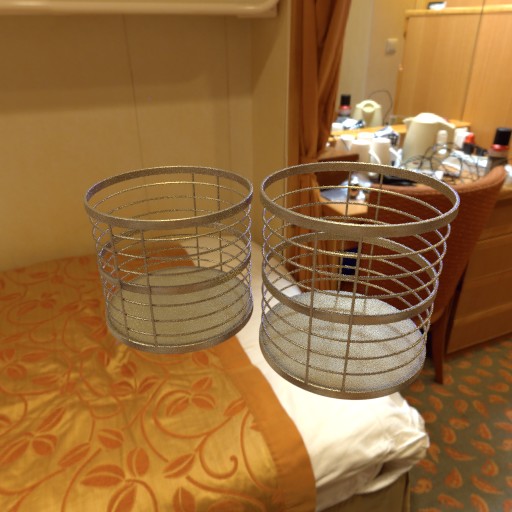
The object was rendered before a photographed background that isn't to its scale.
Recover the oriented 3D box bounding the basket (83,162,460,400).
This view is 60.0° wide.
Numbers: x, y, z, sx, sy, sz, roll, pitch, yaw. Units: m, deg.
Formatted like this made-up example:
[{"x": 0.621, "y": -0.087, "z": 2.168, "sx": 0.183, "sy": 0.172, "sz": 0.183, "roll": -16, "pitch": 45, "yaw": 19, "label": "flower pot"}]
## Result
[{"x": 0.000, "y": 0.000, "z": 0.955, "sx": 0.746, "sy": 0.351, "sz": 0.356, "roll": 9, "pitch": 29, "yaw": 17, "label": "basket"}]
